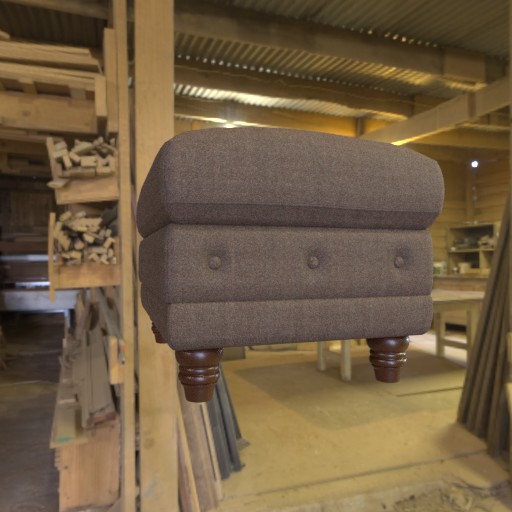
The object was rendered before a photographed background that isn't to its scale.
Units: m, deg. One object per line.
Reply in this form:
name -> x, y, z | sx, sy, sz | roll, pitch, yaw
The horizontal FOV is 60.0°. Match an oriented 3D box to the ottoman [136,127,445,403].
ottoman -> 0.000, 0.000, 1.218 | 0.599, 0.555, 0.809 | 0, 0, -18
